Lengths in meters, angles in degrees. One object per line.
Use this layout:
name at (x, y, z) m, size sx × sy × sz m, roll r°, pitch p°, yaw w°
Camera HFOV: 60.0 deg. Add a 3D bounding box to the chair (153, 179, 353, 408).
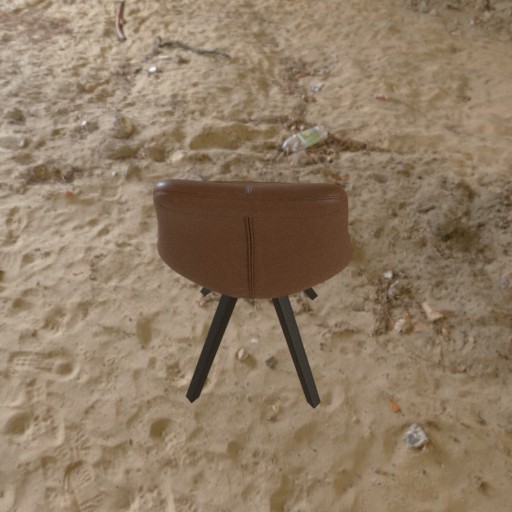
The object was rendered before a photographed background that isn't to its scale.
chair at (0.000, 0.000, 1.180) m, size 0.475 × 0.850 × 0.550 m, roll 2°, pitch 46°, yaw 2°
